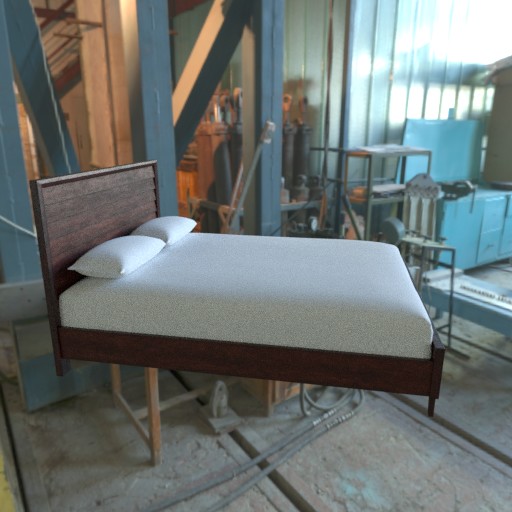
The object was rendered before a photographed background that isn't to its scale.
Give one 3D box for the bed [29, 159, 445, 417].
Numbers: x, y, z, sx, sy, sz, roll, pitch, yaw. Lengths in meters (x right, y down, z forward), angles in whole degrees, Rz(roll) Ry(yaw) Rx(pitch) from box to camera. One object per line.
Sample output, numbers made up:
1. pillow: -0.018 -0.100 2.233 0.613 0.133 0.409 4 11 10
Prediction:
1. bed: 0.000 0.000 3.909 2.803 1.492 2.040 3 16 10
